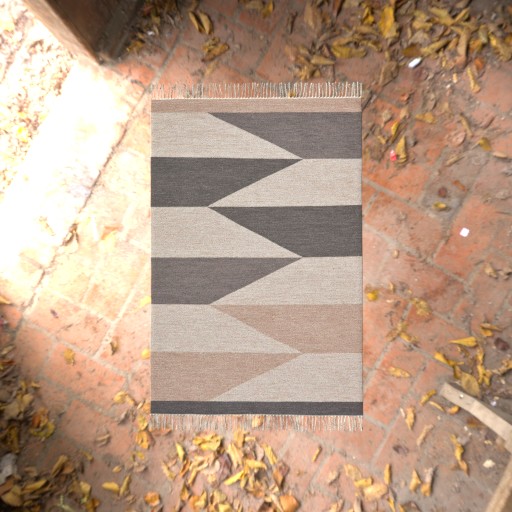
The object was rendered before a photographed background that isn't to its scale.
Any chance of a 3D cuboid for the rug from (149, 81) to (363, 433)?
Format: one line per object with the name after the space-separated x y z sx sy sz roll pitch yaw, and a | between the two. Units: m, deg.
0.000 0.000 2.553 1.224 0.027 2.021 0 89 1 | rug
